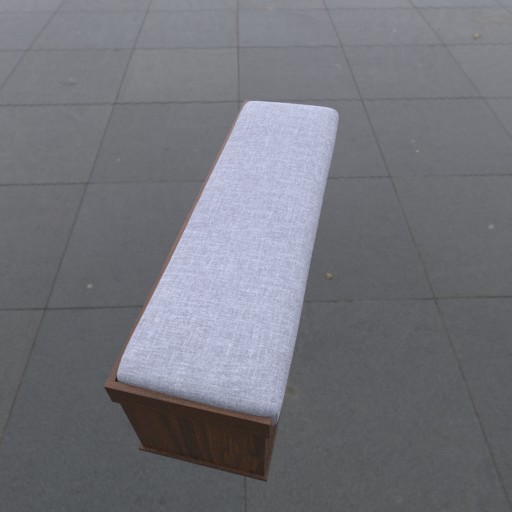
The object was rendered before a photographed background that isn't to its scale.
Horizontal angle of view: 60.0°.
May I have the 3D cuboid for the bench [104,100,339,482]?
[{"bbox_3d":[0.000,0.000,1.423,0.367,0.468,1.196,10,49,9],"label":"bench"}]
